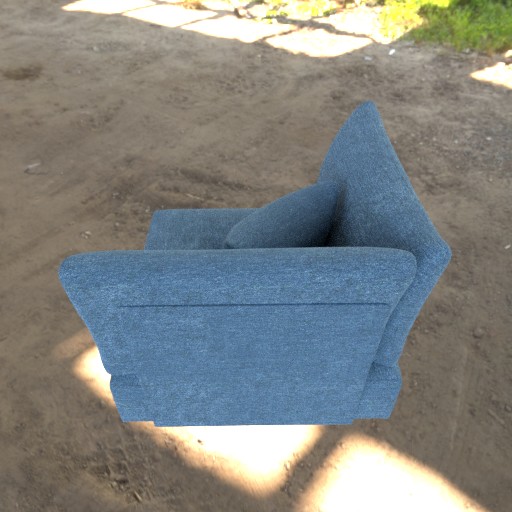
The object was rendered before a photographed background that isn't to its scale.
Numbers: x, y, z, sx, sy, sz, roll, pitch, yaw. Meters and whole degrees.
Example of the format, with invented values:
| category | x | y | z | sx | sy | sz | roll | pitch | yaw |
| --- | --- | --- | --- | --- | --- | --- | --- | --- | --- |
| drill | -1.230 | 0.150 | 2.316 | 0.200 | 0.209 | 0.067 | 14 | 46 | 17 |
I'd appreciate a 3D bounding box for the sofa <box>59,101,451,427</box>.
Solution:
| category | x | y | z | sx | sy | sz | roll | pitch | yaw |
| --- | --- | --- | --- | --- | --- | --- | --- | --- | --- |
| sofa | 0.000 | 0.000 | 1.689 | 1.000 | 0.820 | 1.000 | -1 | 42 | -1 |
